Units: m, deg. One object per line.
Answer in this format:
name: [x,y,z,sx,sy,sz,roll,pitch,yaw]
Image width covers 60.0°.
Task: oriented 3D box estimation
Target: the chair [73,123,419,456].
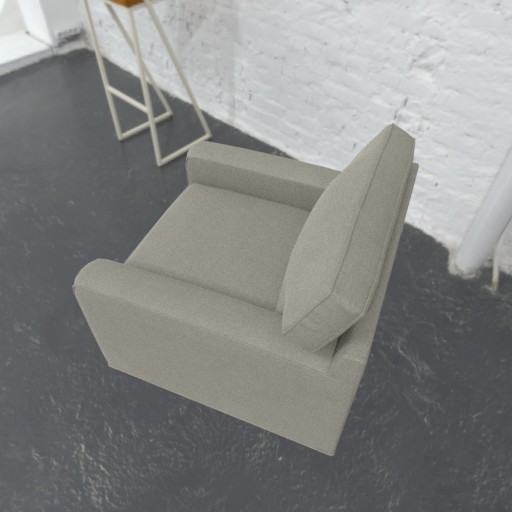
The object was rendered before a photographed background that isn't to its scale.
chair: [0.000,0.000,1.829,1.044,0.934,0.999,17,49,15]
